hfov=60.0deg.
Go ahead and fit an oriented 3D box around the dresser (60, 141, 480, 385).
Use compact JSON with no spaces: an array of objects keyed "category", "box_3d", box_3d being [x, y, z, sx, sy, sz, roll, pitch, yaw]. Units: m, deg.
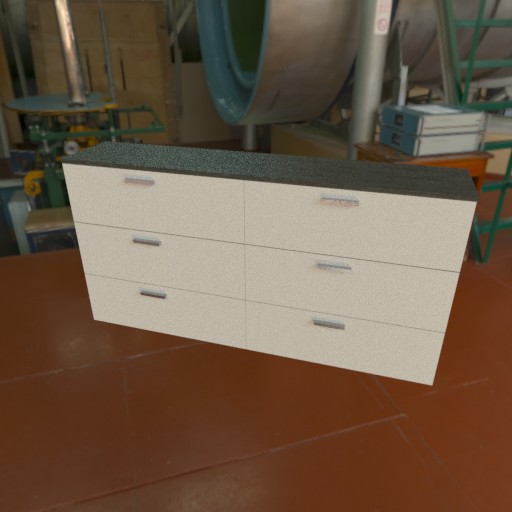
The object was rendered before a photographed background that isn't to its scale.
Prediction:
[{"category":"dresser","box_3d":[0.000,0.000,1.876,1.535,0.790,0.333,8,28,15]}]
